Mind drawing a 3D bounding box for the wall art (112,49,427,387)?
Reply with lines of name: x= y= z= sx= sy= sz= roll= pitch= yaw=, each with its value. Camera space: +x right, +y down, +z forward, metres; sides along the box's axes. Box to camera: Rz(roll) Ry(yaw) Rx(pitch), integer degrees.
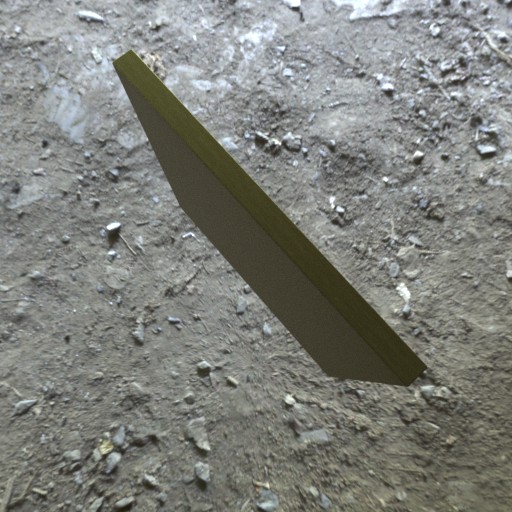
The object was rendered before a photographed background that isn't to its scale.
wall art: x=0.000 y=0.000 z=0.742 sx=0.031 sy=0.506 sz=0.503 roll=-40 pitch=79 yaw=-9
